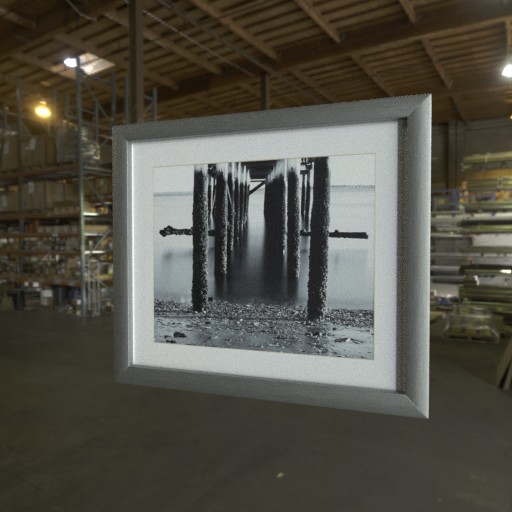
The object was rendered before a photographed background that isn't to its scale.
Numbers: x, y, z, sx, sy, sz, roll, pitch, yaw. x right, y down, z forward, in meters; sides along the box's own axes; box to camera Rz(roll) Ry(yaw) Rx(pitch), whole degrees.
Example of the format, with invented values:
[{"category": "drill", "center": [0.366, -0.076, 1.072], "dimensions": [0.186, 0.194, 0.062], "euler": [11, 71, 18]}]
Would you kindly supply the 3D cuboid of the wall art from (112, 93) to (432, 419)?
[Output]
[{"category": "wall art", "center": [0.000, 0.000, 0.521], "dimensions": [0.380, 0.330, 0.028], "euler": [0, 1, 19]}]
